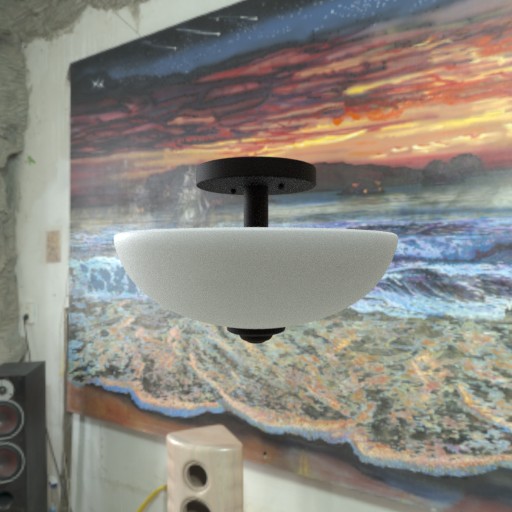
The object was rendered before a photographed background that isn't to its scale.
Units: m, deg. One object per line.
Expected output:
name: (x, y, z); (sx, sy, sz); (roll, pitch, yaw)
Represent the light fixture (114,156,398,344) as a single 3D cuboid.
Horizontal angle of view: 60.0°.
light fixture: (0.000, 0.000, 0.542); (0.331, 0.212, 0.331); (0, 0, 0)
